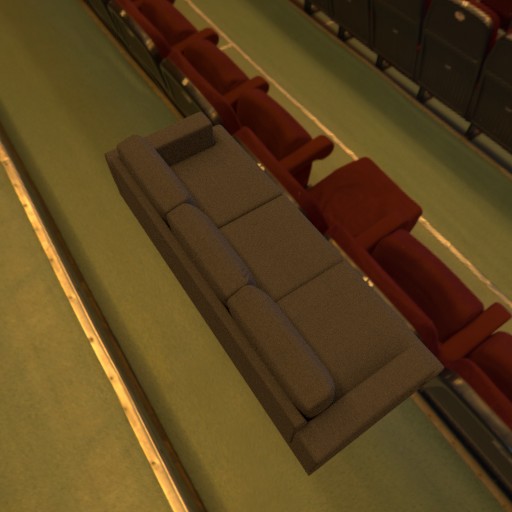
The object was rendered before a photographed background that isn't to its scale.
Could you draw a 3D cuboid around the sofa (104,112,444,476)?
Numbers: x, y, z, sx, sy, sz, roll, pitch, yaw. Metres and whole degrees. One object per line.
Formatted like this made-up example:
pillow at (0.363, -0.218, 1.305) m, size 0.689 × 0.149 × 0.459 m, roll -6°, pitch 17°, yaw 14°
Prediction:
sofa at (0.000, 0.000, 2.739) m, size 0.920 × 0.810 × 2.310 m, roll -30°, pitch 63°, yaw -17°
